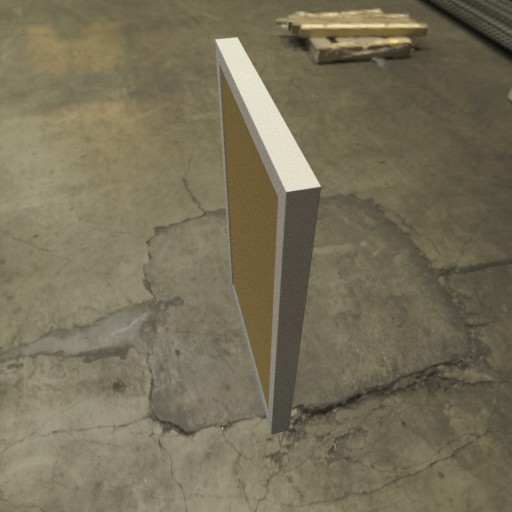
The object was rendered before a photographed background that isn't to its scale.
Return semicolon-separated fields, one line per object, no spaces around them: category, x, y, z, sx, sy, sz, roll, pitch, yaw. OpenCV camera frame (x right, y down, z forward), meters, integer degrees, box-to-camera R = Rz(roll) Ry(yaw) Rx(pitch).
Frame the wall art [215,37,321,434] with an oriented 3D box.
wall art;0.000;0.000;0.805;0.038;0.611;0.408;-10;47;-9
